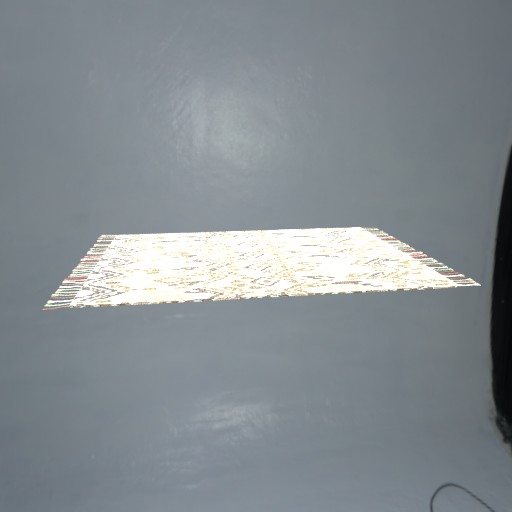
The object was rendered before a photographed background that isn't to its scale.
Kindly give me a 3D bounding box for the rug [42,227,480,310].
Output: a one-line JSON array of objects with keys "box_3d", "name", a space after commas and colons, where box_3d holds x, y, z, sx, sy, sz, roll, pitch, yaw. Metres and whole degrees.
[{"box_3d": [0.000, 0.000, 2.373, 1.829, 0.008, 1.219, -2, 16, -8], "name": "rug"}]
